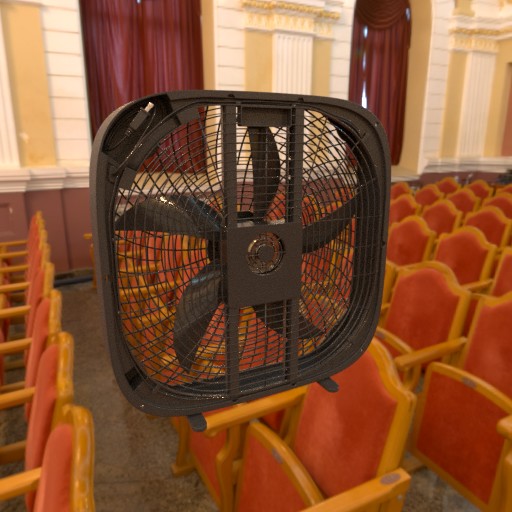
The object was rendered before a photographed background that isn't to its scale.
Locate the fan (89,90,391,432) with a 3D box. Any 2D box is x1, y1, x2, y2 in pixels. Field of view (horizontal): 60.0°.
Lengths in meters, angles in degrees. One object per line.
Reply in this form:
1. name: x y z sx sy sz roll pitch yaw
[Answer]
1. fan: 0.000 0.000 0.776 0.526 0.533 0.142 -7 16 -25
